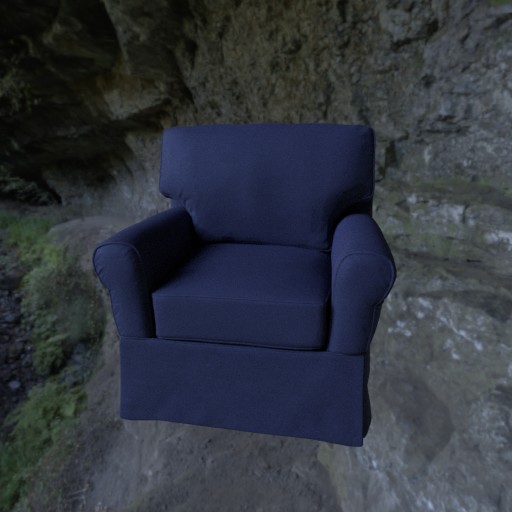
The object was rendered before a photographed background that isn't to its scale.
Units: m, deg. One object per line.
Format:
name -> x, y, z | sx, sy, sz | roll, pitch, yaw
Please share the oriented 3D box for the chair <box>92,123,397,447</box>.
chair -> 0.000, 0.000, 1.958 | 1.119, 1.140, 1.002 | 2, 16, 9
